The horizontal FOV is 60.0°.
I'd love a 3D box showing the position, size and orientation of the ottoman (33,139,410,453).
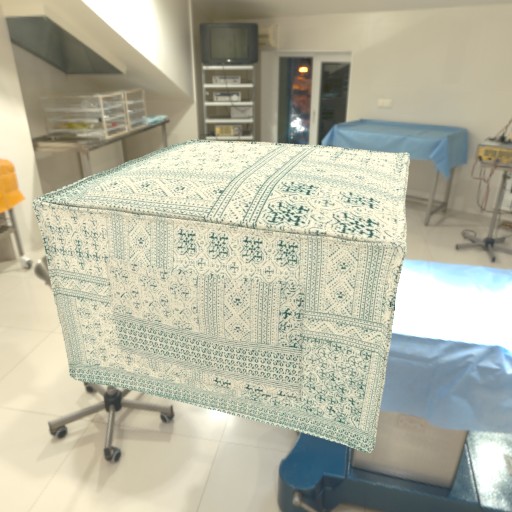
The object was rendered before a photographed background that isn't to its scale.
[{"bbox_3d":[0.000,0.000,0.997,0.617,0.439,0.626,8,26,16],"label":"ottoman"}]
